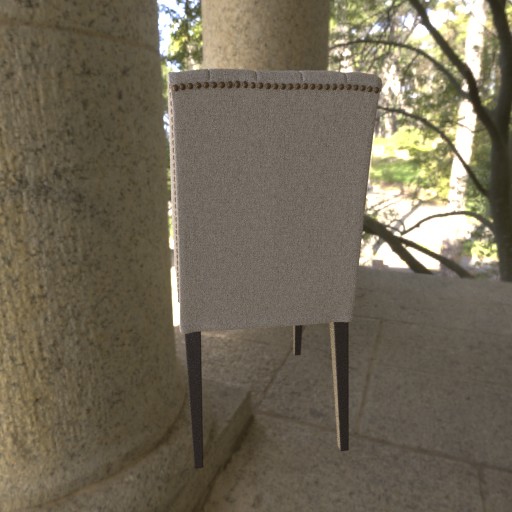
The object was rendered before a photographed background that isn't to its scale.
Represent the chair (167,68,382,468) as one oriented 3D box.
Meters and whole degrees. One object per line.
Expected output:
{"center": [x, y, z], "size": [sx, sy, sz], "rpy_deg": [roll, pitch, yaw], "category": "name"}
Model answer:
{"center": [0.000, 0.000, 1.389], "size": [0.511, 1.016, 0.647], "rpy_deg": [-3, 16, -9], "category": "chair"}
